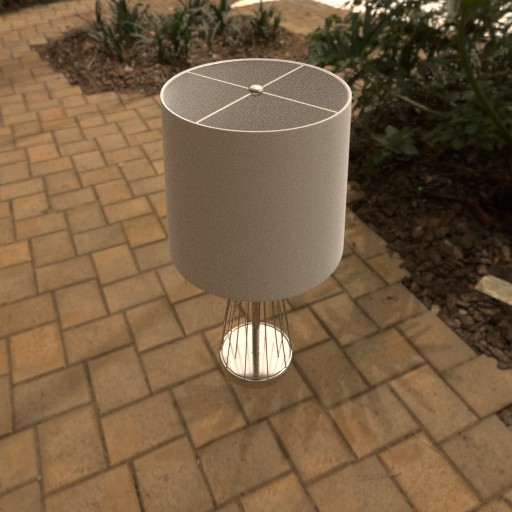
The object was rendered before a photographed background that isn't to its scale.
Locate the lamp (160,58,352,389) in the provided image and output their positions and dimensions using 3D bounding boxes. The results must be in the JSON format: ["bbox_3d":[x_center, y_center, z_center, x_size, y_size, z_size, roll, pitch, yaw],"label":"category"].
[{"bbox_3d":[0.000,0.000,0.806,0.303,0.618,0.303,0,41,0],"label":"lamp"}]
